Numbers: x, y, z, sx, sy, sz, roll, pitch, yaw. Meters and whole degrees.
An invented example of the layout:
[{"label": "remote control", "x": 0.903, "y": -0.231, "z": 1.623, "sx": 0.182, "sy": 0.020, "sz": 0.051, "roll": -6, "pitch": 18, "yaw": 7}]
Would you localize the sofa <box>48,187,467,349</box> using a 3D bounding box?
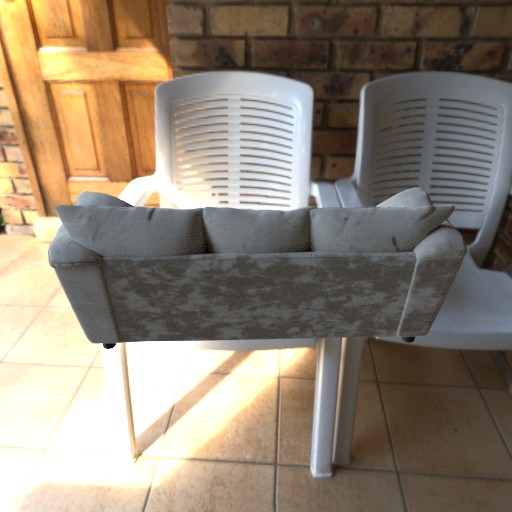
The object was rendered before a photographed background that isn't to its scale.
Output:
[{"label": "sofa", "x": 0.000, "y": 0.000, "z": 2.852, "sx": 2.377, "sy": 0.981, "sz": 0.893, "roll": -1, "pitch": 31, "yaw": -2}]
